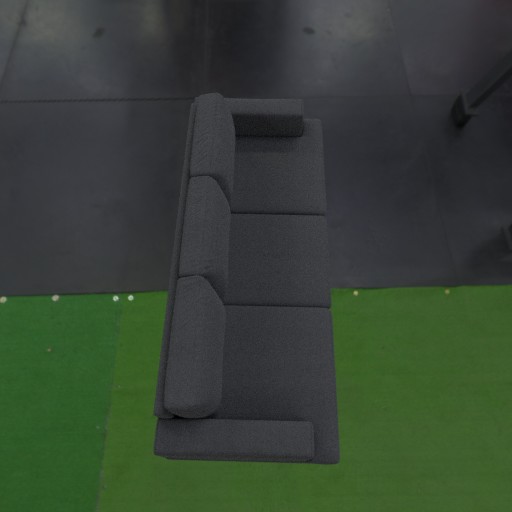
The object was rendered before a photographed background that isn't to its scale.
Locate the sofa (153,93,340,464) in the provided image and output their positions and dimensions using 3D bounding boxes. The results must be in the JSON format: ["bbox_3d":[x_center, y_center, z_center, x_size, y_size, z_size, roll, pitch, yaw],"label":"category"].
[{"bbox_3d":[0.000,0.000,2.738,0.920,0.810,2.310,1,63,1],"label":"sofa"}]
